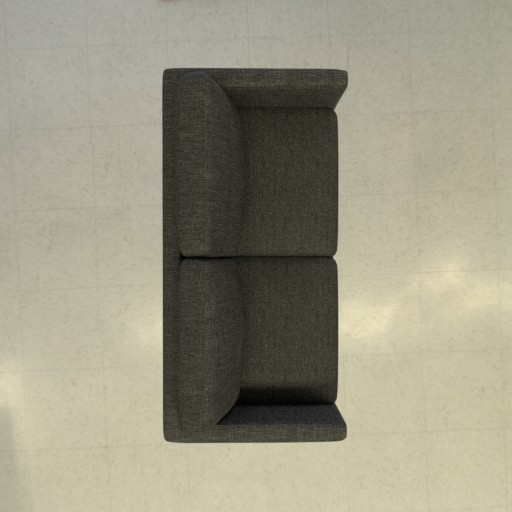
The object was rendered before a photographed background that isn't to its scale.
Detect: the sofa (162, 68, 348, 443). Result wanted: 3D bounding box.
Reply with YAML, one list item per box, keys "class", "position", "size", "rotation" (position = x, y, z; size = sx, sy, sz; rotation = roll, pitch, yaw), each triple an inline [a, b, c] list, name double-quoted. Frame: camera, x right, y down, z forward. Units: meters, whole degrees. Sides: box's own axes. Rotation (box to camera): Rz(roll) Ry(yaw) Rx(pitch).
- class: "sofa"
  position: [0.000, 0.000, 2.472]
  size: [0.950, 0.963, 1.884]
  rotation: [0, 91, -1]
